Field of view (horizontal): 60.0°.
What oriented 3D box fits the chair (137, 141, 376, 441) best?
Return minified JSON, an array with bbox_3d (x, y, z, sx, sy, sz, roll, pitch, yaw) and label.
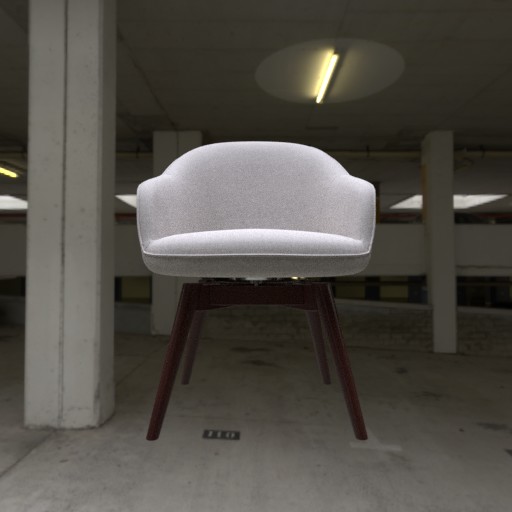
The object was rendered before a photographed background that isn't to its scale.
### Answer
[{"bbox_3d":[0.000,0.000,1.251,0.596,0.823,0.635,0,-2,0],"label":"chair"}]
